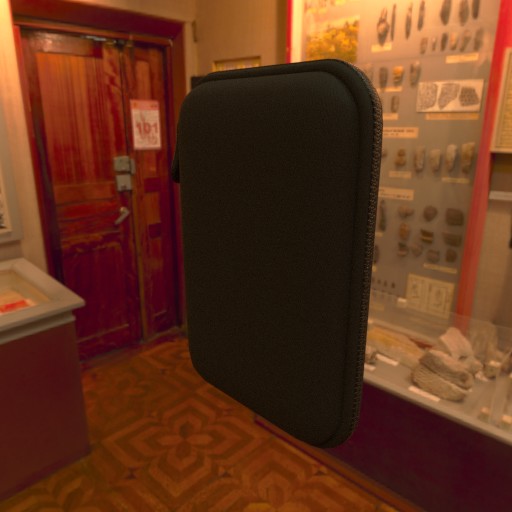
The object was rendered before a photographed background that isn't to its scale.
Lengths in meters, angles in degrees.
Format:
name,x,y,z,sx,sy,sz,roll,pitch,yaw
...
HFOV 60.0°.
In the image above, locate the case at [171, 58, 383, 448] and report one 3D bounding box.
name,x,y,z,sx,sy,sz,roll,pitch,yaw
case,0.000,0.000,0.187,0.030,0.147,0.107,-16,23,-42
